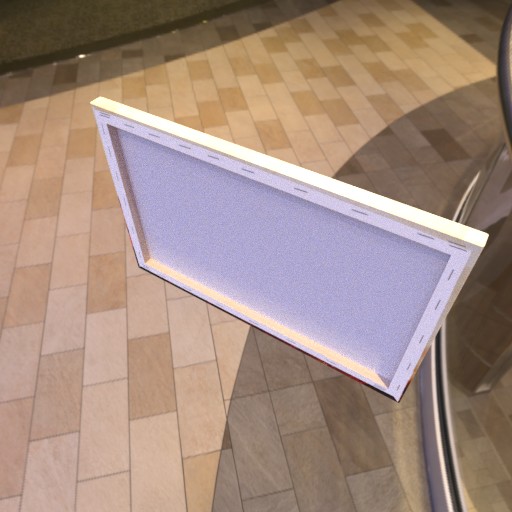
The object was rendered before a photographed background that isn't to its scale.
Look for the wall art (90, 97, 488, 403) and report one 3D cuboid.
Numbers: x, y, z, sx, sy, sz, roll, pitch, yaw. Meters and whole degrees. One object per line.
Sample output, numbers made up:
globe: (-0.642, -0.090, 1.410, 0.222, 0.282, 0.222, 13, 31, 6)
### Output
wall art: (0.000, 0.000, 1.134, 0.918, 0.602, 0.038, 24, 52, 21)
